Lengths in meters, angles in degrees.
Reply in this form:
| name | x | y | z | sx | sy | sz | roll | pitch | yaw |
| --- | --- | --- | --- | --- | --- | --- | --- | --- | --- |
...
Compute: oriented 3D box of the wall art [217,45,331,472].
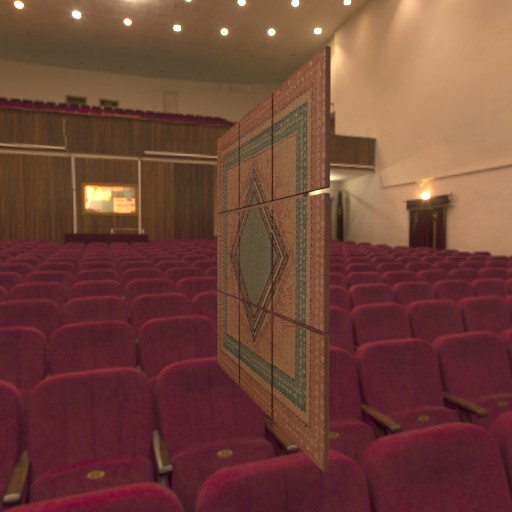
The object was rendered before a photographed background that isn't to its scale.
| name | x | y | z | sx | sy | sz | roll | pitch | yaw |
| --- | --- | --- | --- | --- | --- | --- | --- | --- | --- |
| wall art | 0.000 | 0.000 | 1.381 | 0.013 | 0.914 | 0.915 | -1 | 2 | -19 |
